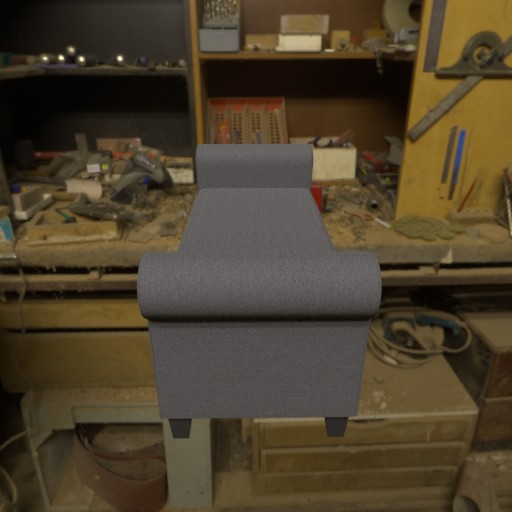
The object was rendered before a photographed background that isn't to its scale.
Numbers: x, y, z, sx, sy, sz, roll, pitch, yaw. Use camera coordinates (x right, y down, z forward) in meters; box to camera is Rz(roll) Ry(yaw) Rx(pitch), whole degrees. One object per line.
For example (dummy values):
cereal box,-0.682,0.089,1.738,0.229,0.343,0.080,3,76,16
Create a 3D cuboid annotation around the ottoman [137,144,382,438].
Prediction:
ottoman,0.000,0.000,1.565,0.521,0.547,1.256,0,26,-1
